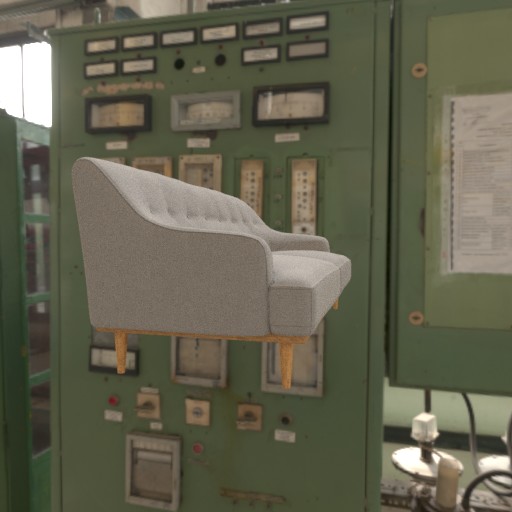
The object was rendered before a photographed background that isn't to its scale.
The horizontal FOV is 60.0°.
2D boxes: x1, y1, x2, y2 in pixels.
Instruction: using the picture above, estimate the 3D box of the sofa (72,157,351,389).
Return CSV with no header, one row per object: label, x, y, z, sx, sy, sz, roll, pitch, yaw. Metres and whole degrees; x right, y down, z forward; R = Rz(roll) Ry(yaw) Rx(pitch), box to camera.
sofa,0.000,0.000,2.577,0.978,0.871,2.057,1,2,15
